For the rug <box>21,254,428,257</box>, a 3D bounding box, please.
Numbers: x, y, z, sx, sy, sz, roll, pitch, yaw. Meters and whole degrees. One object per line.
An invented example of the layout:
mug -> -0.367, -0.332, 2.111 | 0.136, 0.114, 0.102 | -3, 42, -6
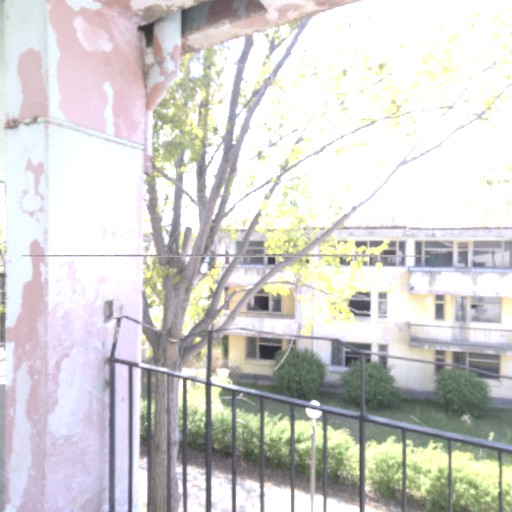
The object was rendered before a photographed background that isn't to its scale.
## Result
rug -> 0.000, 0.000, 4.055 | 2.444, 0.013, 3.043 | 0, 0, 34
